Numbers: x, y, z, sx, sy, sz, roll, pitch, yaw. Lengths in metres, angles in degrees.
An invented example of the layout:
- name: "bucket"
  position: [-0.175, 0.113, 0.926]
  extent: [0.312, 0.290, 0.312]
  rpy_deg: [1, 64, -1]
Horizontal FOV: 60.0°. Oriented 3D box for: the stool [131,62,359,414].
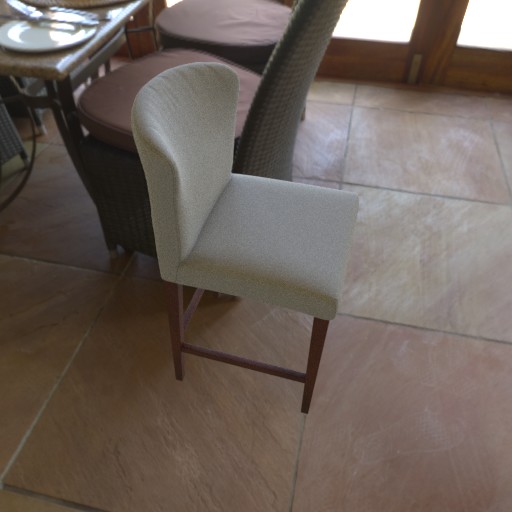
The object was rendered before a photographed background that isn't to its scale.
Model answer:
- name: "stool"
  position: [0.000, 0.000, 1.410]
  extent: [0.568, 1.069, 0.479]
  rpy_deg: [12, 47, 11]
